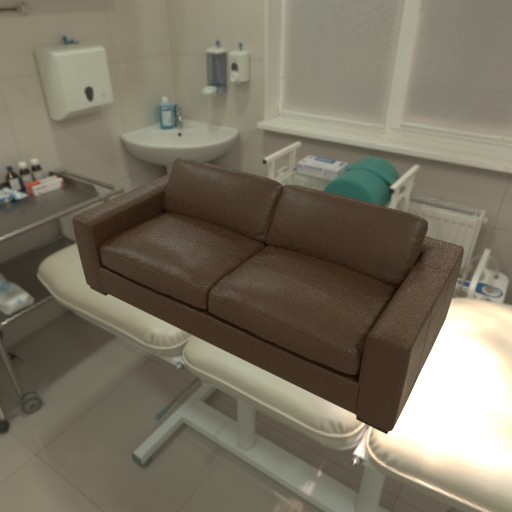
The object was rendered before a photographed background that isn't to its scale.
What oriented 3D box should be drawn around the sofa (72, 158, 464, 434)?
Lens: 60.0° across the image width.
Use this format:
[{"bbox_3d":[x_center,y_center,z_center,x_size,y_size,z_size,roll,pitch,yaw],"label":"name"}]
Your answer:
[{"bbox_3d":[0.000,0.000,2.838,2.262,0.801,1.070,19,36,28],"label":"sofa"}]
